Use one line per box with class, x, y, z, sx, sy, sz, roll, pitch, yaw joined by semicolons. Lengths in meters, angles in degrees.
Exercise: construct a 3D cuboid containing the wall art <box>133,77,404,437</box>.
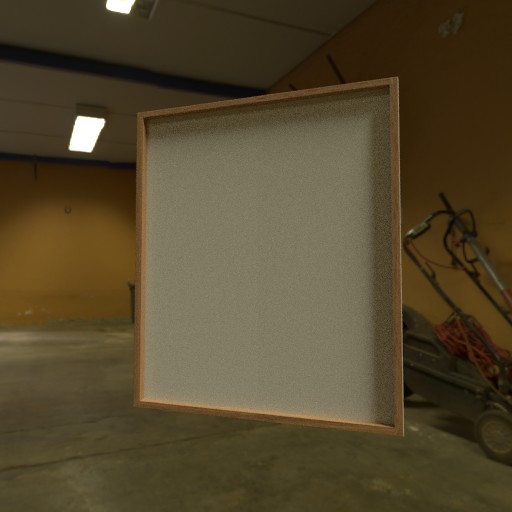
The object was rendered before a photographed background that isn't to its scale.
wall art;0.000;0.000;0.981;0.609;0.710;0.021;-1;-3;19
